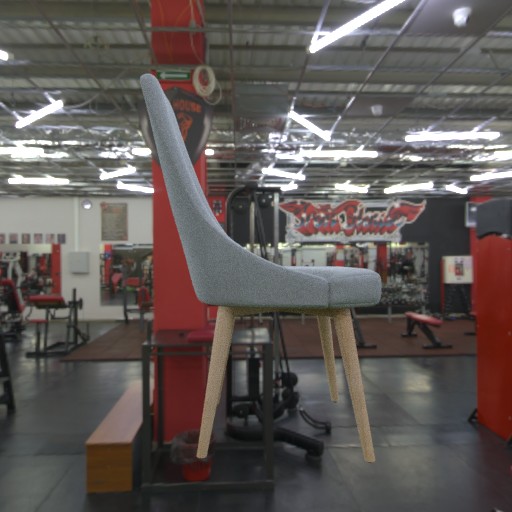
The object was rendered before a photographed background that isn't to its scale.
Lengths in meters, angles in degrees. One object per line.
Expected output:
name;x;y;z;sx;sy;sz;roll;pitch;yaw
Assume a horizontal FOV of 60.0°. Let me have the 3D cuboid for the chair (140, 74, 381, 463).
chair;0.000;0.000;1.347;0.660;1.040;0.510;0;0;0
